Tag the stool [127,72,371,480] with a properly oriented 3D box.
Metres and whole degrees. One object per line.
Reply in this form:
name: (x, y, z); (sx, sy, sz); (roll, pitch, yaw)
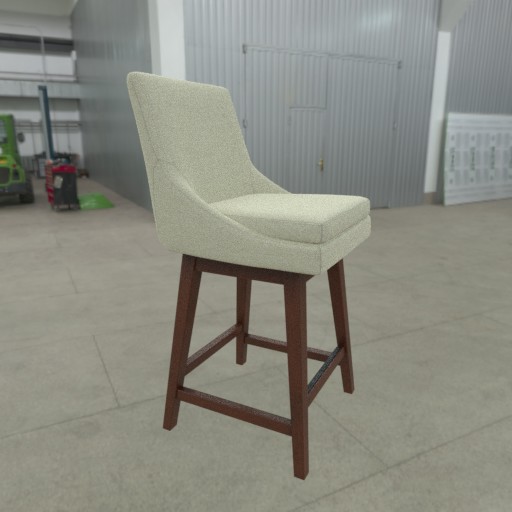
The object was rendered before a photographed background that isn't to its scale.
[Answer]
stool: (0.000, 0.000, 1.294); (0.559, 0.991, 0.469); (8, 17, 26)
